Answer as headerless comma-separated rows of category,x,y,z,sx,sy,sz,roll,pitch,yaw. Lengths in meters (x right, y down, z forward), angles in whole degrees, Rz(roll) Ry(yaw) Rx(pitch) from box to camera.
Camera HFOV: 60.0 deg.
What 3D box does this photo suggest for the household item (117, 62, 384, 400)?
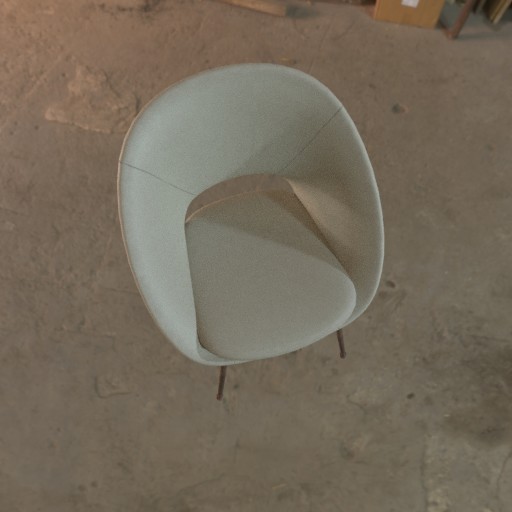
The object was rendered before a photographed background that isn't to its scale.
household item,0.000,0.000,1.244,0.623,0.852,0.573,-17,66,-8
